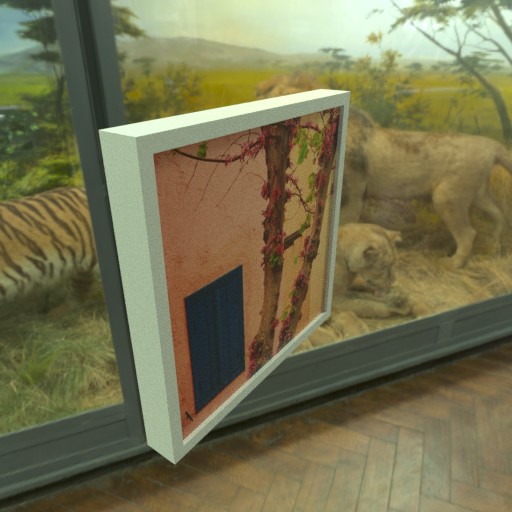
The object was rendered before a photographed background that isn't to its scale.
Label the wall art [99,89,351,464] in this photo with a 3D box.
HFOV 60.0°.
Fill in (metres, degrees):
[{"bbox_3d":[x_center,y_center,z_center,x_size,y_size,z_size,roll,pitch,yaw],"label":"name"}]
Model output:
[{"bbox_3d":[0.000,0.000,0.465,0.038,0.302,0.305,18,32,32],"label":"wall art"}]
